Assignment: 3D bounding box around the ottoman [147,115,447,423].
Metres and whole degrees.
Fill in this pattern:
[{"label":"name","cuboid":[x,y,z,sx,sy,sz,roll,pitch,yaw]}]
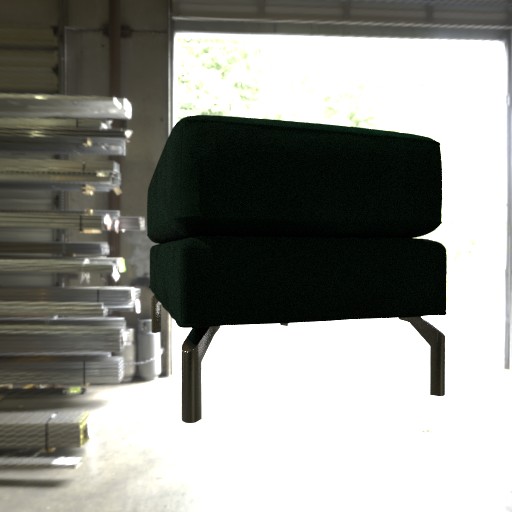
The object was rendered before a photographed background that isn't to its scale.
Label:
[{"label":"ottoman","cuboid":[0.000,0.000,1.198,0.536,0.533,0.886,0,1,-17]}]
